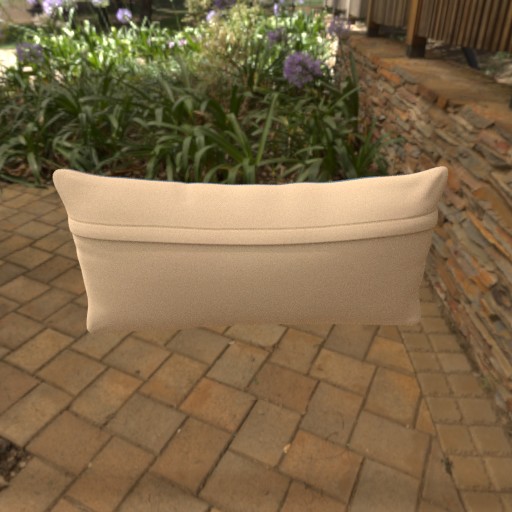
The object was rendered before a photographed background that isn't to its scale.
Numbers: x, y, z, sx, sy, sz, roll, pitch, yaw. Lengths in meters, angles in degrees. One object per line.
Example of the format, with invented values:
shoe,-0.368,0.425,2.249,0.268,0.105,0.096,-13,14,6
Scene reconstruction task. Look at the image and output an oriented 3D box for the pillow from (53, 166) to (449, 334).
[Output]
pillow,0.000,0.000,0.736,0.604,0.307,0.148,-1,30,-2
